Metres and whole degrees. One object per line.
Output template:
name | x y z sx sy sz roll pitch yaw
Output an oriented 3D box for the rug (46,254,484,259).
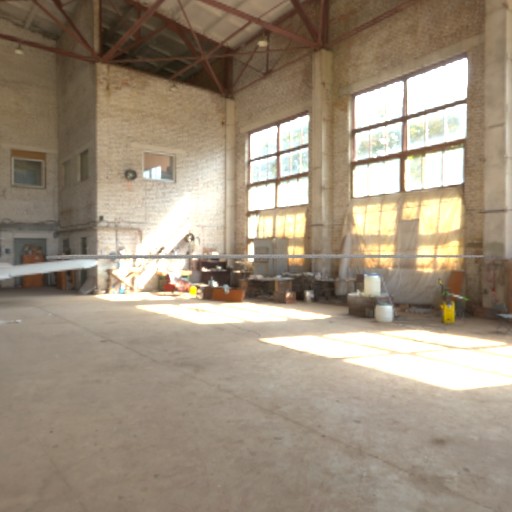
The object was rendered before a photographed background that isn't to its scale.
rug | 0.000 0.000 3.047 2.438 0.014 1.524 0 0 -18
